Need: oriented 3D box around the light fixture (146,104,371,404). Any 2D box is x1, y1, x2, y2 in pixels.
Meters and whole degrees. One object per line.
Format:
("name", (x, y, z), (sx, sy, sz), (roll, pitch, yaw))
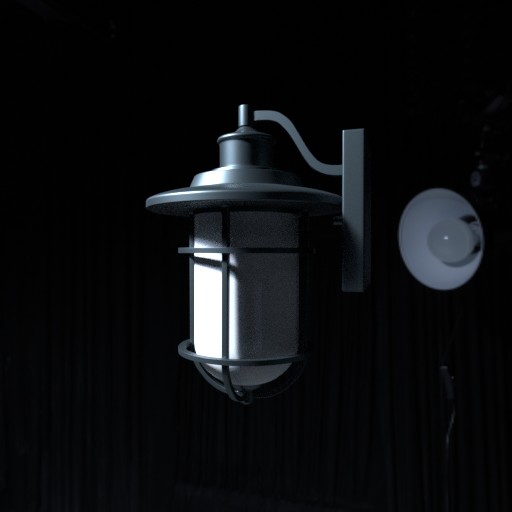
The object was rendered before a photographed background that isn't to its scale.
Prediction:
("light fixture", (0.000, 0.000, 0.512), (0.252, 0.345, 0.222), (0, 1, 18))
